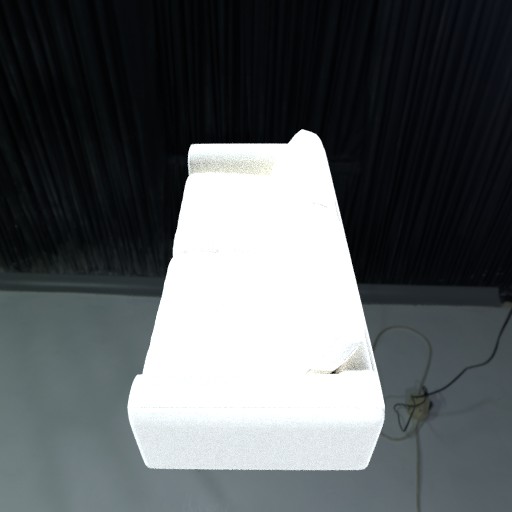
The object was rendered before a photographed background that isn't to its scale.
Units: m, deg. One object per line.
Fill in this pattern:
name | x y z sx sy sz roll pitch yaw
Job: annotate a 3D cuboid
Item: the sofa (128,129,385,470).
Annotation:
sofa | 0.000 0.000 2.685 1.070 0.801 2.262 0 41 0
